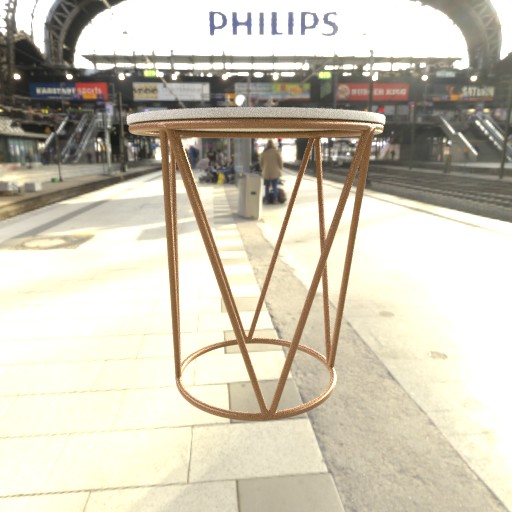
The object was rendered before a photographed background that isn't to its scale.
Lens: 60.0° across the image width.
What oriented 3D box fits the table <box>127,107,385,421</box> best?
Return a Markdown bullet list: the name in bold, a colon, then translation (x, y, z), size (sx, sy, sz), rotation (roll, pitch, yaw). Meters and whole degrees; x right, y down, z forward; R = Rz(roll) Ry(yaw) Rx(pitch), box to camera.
- **table**: translation (0.000, 0.000, 0.955), size (0.500, 0.564, 0.500), rotation (0, 13, 0)
